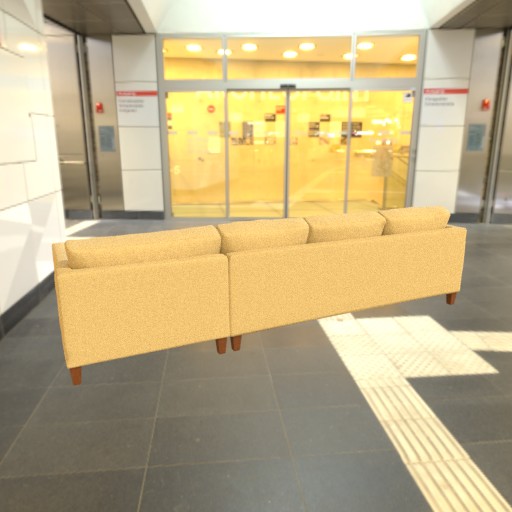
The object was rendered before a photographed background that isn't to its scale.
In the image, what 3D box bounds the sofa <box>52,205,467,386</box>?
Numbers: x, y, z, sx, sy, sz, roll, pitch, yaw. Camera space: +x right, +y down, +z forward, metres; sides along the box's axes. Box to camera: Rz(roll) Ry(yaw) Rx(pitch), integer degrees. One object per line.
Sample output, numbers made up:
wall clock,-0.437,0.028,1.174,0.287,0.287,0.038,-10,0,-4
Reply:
sofa,0.000,0.000,3.828,3.186,0.861,1.625,-7,16,-25
